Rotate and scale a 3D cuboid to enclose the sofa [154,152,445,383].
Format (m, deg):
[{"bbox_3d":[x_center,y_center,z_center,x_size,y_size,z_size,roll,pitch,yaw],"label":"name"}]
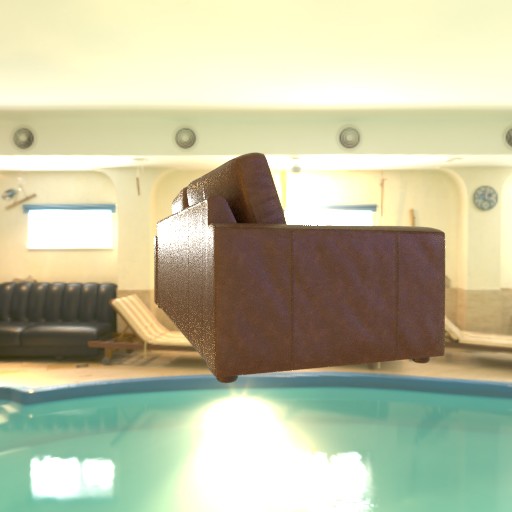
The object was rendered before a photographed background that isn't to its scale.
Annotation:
[{"bbox_3d":[0.000,0.000,2.708,1.016,0.873,2.179,0,1,-18],"label":"sofa"}]
